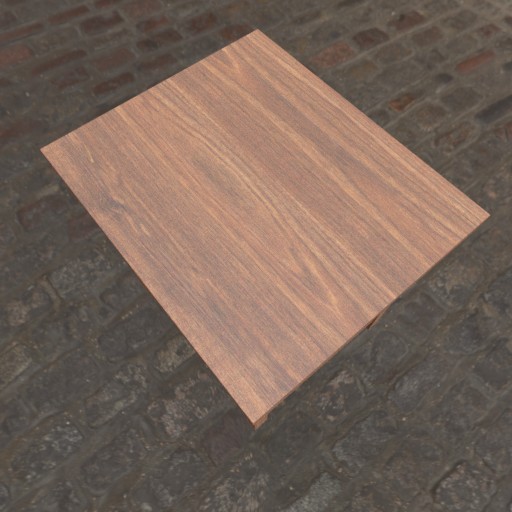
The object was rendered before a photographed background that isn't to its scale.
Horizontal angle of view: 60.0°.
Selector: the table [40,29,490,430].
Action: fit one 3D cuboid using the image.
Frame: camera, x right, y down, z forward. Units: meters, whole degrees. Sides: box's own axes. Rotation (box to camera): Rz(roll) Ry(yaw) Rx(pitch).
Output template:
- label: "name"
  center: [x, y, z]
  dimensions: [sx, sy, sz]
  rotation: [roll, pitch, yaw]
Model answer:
- label: "table"
  center: [0.000, 0.000, 1.123]
  dimensions: [0.559, 0.635, 0.660]
  rotation: [-37, 69, -17]
